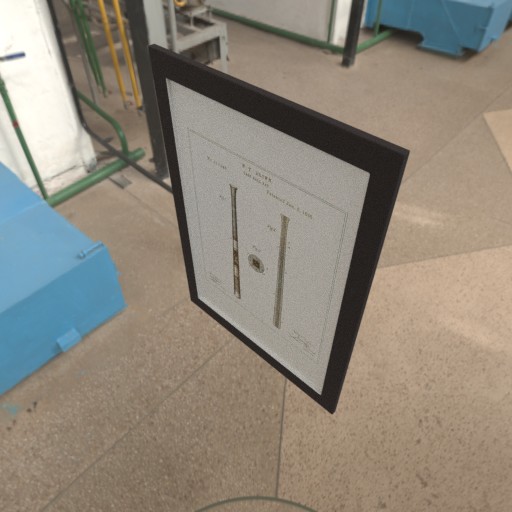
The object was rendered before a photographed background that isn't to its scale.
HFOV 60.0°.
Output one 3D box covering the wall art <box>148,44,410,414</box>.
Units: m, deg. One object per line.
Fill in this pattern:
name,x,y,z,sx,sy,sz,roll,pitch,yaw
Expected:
wall art,0.000,0.000,0.678,0.374,0.529,0.012,34,54,28
